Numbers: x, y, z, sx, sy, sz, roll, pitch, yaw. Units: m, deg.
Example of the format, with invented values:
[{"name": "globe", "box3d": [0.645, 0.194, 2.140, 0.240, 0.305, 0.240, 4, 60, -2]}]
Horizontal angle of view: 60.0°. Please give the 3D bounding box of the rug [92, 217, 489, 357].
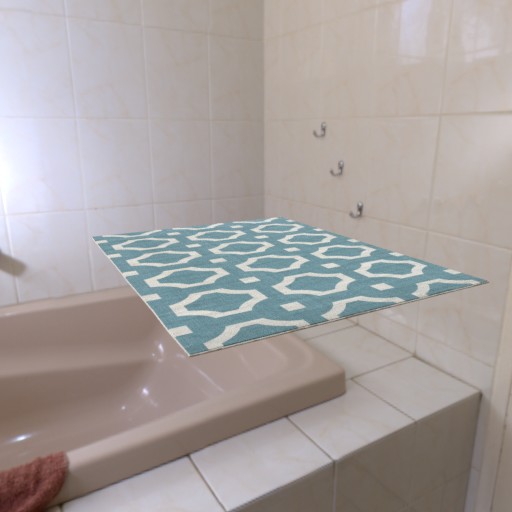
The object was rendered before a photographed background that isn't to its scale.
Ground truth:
[{"name": "rug", "box3d": [0.000, 0.000, 4.157, 2.466, 0.021, 3.049, -8, 18, -28]}]
